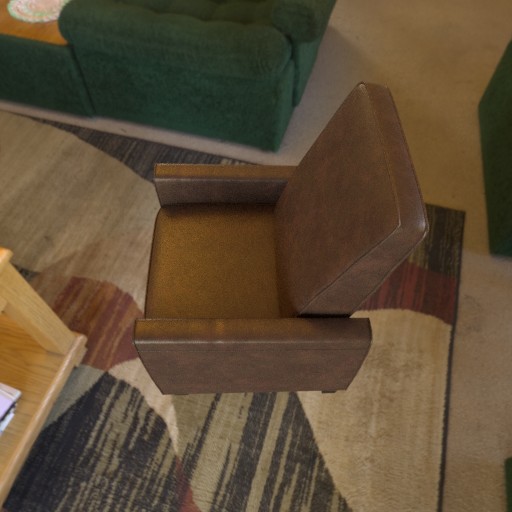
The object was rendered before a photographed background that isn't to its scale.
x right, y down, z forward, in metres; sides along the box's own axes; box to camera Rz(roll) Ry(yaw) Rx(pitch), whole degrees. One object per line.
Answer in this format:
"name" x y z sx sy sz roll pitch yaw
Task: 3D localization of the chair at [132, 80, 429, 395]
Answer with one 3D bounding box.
"chair" 0.000 0.000 1.492 0.746 1.013 0.705 -1 57 -1
